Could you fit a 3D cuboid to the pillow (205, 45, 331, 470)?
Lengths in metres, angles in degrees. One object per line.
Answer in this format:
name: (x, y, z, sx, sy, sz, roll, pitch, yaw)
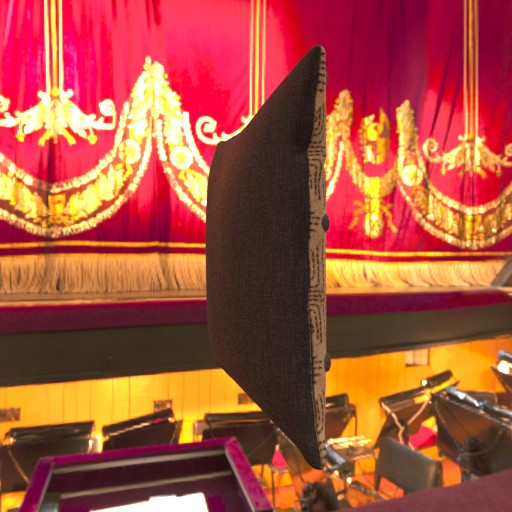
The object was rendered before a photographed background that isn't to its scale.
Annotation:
pillow: (0.000, 0.000, 0.768, 0.145, 0.510, 0.510, 0, 0, -18)
